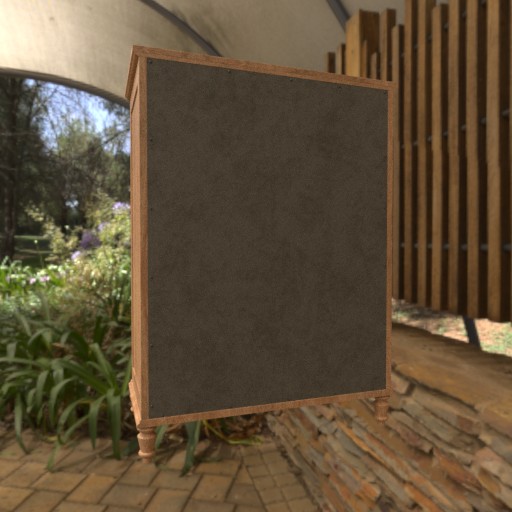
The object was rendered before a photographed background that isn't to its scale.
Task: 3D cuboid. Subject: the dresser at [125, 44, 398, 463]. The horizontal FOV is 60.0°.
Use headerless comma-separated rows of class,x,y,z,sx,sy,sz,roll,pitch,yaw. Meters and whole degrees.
dresser,0.000,0.000,1.764,0.973,1.318,0.484,0,1,-19
